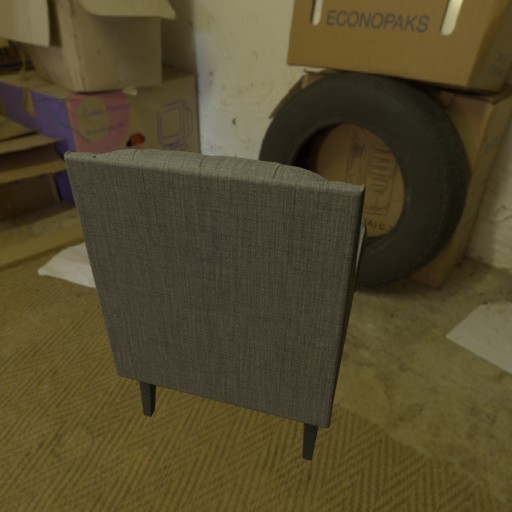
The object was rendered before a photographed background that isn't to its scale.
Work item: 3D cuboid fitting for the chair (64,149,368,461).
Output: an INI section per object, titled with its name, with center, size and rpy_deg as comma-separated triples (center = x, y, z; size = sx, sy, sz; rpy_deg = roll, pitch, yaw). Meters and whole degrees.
[chair]
center = 0.000, 0.000, 1.402
size = 0.655, 0.891, 0.771
rpy_deg = 9, 34, 14
